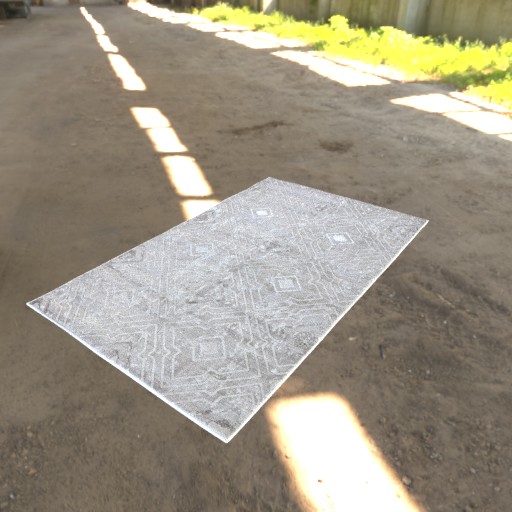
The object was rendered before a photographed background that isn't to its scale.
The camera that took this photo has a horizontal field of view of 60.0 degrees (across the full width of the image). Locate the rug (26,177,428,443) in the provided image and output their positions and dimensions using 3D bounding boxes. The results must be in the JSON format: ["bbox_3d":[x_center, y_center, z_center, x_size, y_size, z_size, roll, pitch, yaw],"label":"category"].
[{"bbox_3d":[0.000,0.000,3.019,1.537,0.036,2.447,22,38,31],"label":"rug"}]
